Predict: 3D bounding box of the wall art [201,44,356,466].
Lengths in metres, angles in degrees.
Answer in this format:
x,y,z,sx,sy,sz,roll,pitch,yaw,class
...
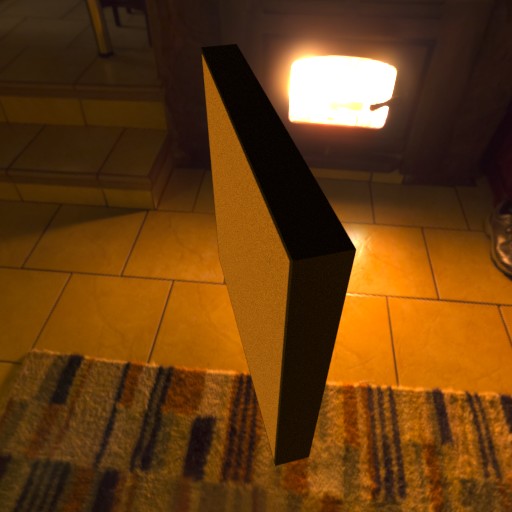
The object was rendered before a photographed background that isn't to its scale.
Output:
x,y,z,sx,sy,sz,roll,pitch,yaw,class
0.000,0.000,0.450,0.037,0.303,0.304,-10,47,-10,wall art
